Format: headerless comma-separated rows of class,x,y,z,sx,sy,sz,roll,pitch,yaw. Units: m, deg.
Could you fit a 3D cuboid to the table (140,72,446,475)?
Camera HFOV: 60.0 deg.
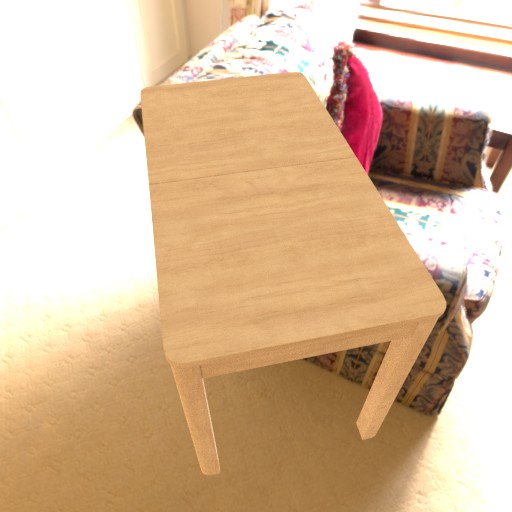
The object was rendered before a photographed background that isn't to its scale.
table,0.000,0.000,1.898,0.750,0.900,1.400,-9,49,-8
